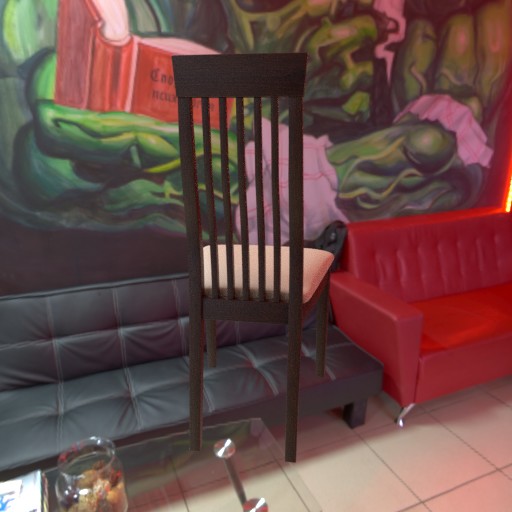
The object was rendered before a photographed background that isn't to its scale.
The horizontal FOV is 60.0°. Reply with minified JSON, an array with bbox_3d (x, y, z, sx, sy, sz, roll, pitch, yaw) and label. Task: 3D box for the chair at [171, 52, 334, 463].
[{"bbox_3d":[0.000,0.000,1.296,0.460,1.027,0.474,3,18,9],"label":"chair"}]
